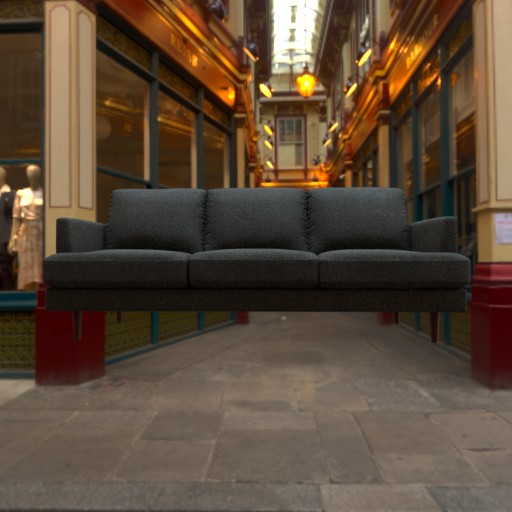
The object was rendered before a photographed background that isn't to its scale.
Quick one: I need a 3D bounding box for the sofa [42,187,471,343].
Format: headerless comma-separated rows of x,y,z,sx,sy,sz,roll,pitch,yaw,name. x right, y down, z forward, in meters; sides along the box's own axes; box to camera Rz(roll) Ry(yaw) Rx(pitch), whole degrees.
0.000,0.000,2.730,2.246,0.930,0.903,0,0,2,sofa
